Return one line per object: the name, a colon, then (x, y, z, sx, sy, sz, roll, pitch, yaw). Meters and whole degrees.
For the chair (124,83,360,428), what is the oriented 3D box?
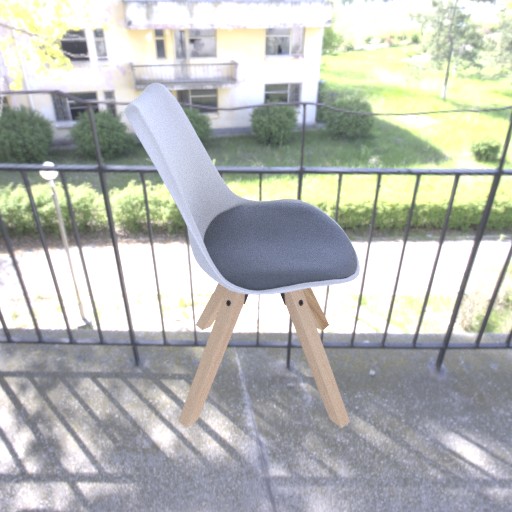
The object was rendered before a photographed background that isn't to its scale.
chair: (0.000, 0.000, 1.206, 0.550, 0.850, 0.485, 0, 32, 0)
